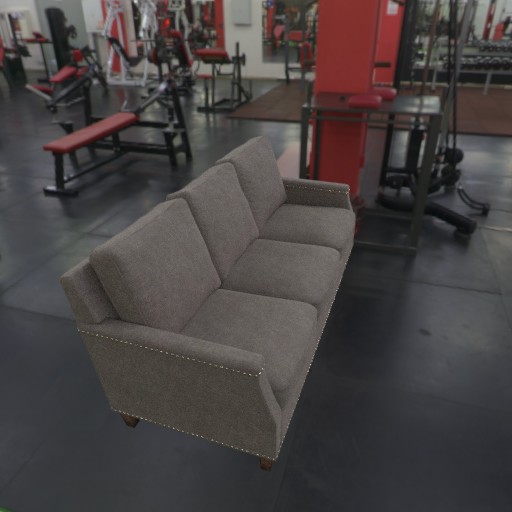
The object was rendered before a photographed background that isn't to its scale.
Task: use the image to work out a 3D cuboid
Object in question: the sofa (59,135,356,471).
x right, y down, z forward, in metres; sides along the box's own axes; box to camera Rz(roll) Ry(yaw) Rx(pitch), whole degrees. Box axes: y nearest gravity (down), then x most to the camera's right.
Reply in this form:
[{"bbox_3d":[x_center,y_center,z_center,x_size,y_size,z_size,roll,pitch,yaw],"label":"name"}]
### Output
[{"bbox_3d":[0.000,0.000,2.841,1.034,1.042,2.226,10,31,17],"label":"sofa"}]
